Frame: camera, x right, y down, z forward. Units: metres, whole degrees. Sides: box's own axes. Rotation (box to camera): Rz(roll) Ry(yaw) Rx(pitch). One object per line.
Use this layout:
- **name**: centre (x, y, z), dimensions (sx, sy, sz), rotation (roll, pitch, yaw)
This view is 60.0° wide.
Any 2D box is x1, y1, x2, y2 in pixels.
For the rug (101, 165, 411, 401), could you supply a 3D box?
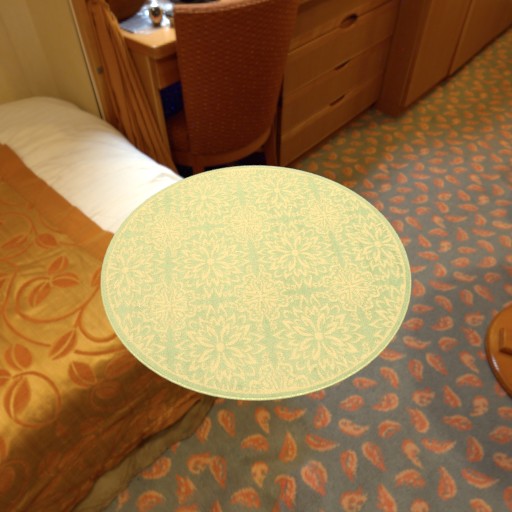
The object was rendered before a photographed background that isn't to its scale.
- **rug**: centre (0.000, 0.000, 2.334), dimensions (1.593, 0.012, 1.593), rotation (0, 47, 0)
